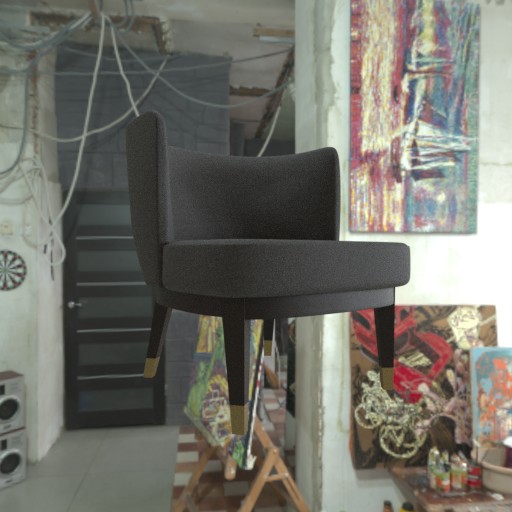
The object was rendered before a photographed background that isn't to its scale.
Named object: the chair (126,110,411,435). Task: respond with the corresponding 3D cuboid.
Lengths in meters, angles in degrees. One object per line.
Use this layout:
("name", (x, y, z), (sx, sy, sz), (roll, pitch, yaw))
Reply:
("chair", (0.000, 0.000, 1.227), (0.639, 0.695, 0.698), (0, 1, -37))
